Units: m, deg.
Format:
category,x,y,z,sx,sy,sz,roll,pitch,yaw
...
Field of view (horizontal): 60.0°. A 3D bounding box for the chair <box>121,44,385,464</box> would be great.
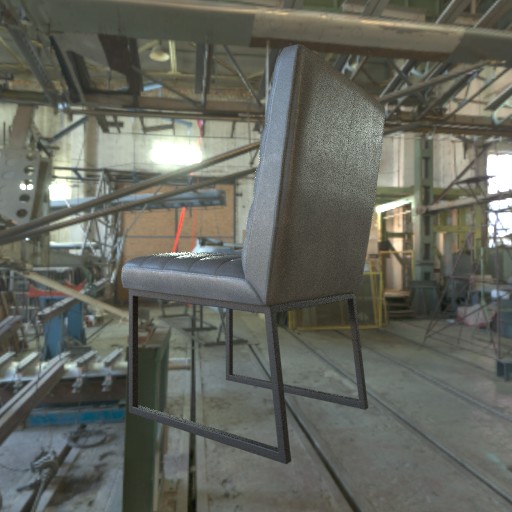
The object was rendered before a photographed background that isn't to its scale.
category,x,y,z,sx,sy,sz,roll,pitch,yaw
chair,0.000,0.000,1.324,0.634,0.930,0.520,0,0,37
